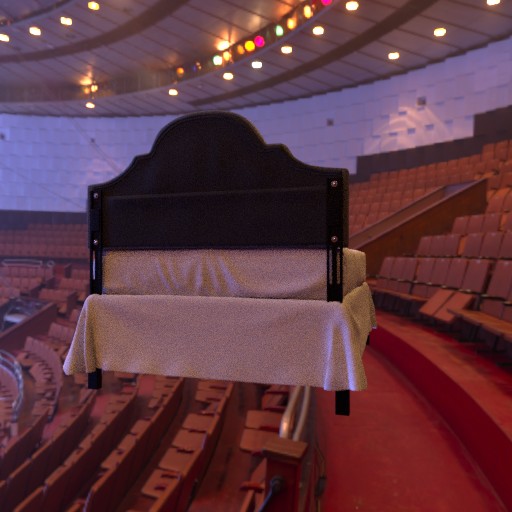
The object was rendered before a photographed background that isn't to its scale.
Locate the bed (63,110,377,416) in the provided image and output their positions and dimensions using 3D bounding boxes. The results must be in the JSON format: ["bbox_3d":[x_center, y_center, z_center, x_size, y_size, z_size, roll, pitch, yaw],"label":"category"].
[{"bbox_3d":[0.000,0.000,3.416,1.780,1.634,2.222,0,0,17],"label":"bed"}]
